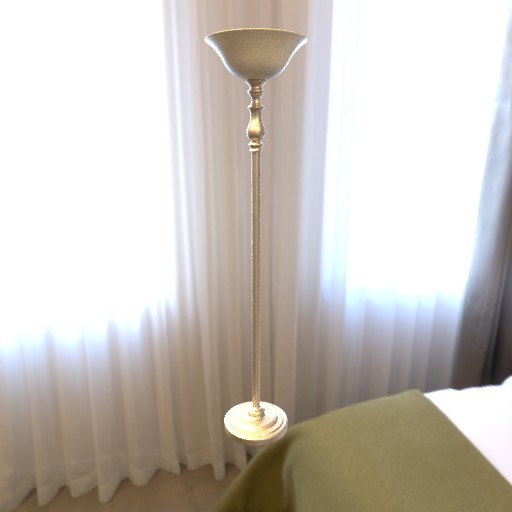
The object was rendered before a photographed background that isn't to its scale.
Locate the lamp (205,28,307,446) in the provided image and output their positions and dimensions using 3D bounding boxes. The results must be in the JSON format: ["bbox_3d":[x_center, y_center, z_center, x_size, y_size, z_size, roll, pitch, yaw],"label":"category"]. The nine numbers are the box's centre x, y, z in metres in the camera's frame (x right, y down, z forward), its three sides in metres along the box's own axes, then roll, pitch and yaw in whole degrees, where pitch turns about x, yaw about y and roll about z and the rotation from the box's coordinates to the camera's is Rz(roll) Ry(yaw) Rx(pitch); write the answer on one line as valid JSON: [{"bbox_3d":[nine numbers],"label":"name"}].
[{"bbox_3d":[0.000,0.000,1.988,0.405,1.771,0.405,-14,20,-42],"label":"lamp"}]
